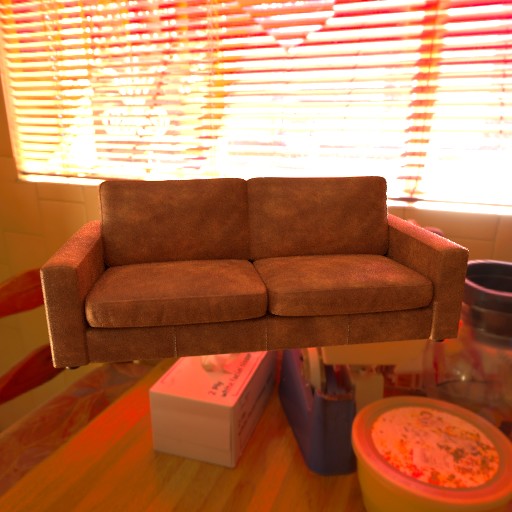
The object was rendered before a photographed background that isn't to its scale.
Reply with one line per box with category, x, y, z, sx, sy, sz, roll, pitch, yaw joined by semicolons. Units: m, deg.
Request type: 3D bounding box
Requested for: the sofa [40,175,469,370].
sofa;0.000;0.000;2.680;2.179;0.873;1.016;-2;17;-8
